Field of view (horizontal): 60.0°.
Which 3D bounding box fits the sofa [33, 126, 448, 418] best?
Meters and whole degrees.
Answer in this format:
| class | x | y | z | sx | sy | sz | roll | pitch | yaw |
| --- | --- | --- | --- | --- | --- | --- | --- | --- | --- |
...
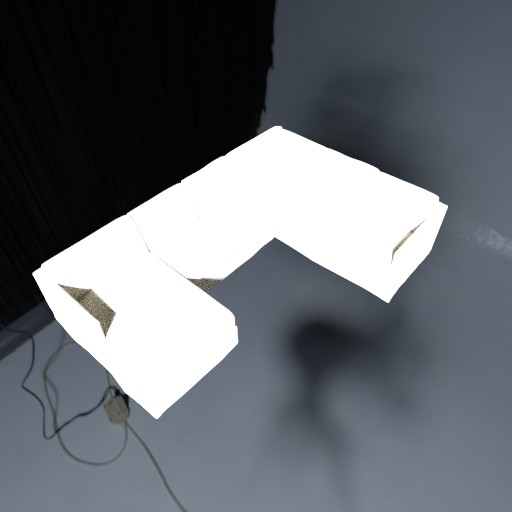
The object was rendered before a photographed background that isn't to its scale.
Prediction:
| class | x | y | z | sx | sy | sz | roll | pitch | yaw |
| --- | --- | --- | --- | --- | --- | --- | --- | --- | --- |
| sofa | 0.000 | 0.000 | 4.532 | 2.448 | 0.882 | 3.464 | 31 | 53 | 27 |
